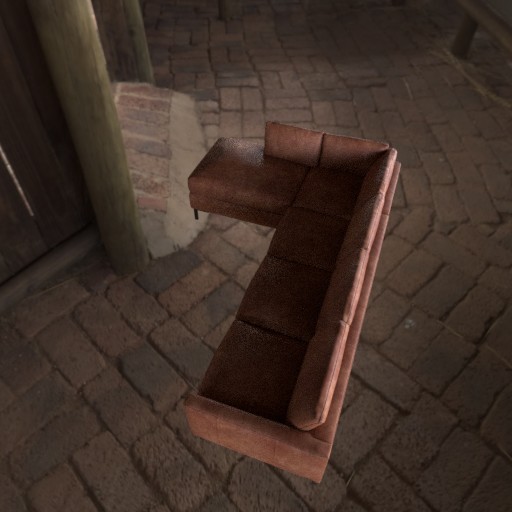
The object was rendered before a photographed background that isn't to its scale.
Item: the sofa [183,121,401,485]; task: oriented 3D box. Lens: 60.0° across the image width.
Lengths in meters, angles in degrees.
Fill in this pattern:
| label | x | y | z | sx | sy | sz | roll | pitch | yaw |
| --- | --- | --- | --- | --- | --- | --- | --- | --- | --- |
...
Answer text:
| label | x | y | z | sx | sy | sz | roll | pitch | yaw |
| --- | --- | --- | --- | --- | --- | --- | --- | --- | --- |
| sofa | 0.000 | 0.000 | 3.745 | 1.938 | 0.877 | 2.984 | 15 | 49 | 14 |
